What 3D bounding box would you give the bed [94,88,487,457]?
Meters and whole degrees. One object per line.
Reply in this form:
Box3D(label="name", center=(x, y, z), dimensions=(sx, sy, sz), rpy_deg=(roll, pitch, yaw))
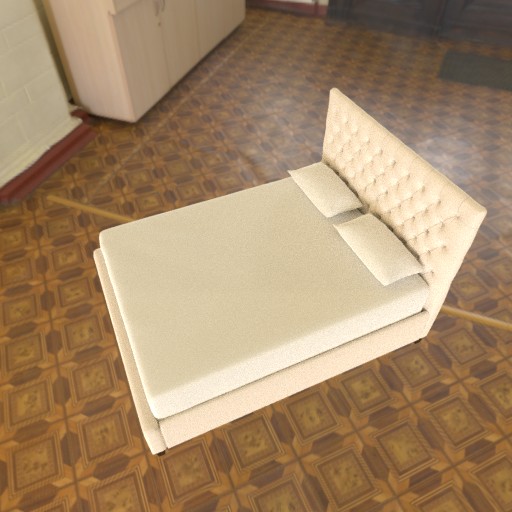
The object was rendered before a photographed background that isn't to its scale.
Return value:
Box3D(label="bed", center=(0.000, 0.000, 3.279), dimensions=(2.233, 1.426, 1.696), rpy_deg=(-18, 49, -16))
